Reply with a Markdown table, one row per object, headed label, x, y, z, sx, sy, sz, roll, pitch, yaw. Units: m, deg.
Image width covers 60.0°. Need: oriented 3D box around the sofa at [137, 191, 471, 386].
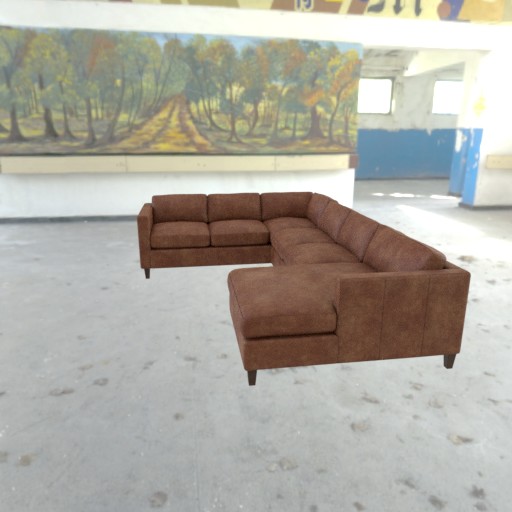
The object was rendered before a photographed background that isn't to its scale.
| label | x | y | z | sx | sy | sz | roll | pitch | yaw |
| --- | --- | --- | --- | --- | --- | --- | --- | --- | --- |
| sofa | 0.000 | 0.000 | 4.468 | 2.452 | 0.888 | 3.324 | -2 | 16 | -8 |
